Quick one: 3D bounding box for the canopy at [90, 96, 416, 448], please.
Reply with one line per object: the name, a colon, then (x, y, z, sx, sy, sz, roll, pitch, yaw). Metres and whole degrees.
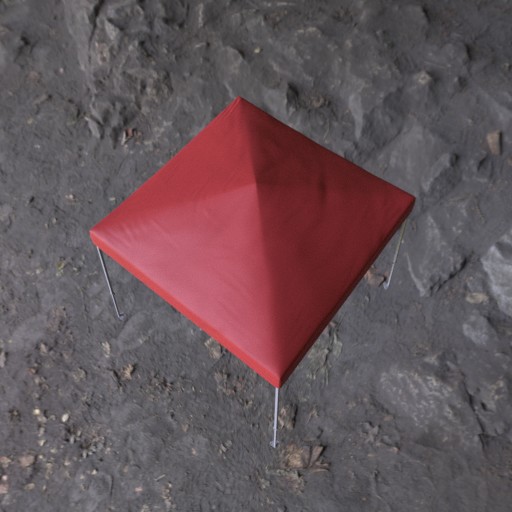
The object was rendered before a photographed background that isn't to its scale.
canopy: (0.000, 0.000, 5.256, 2.848, 2.849, 2.849, 35, 68, 16)
